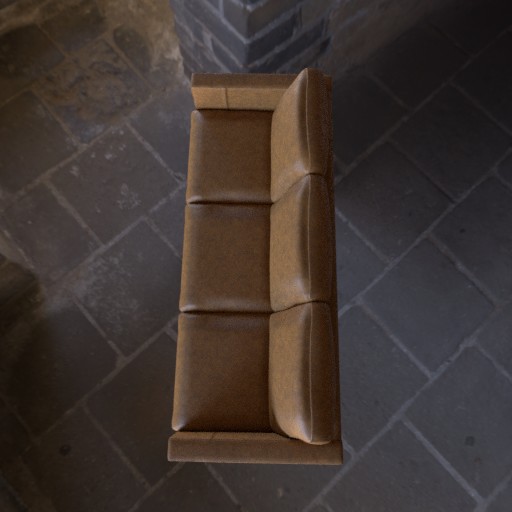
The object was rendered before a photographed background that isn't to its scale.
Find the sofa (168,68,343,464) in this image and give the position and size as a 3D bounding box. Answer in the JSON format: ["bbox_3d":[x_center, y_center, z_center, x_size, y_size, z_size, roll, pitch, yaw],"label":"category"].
[{"bbox_3d":[0.000,0.000,2.680,0.903,0.930,2.231,1,75,0],"label":"sofa"}]
